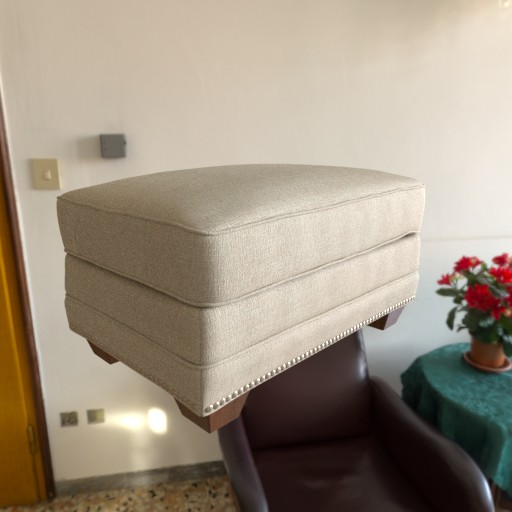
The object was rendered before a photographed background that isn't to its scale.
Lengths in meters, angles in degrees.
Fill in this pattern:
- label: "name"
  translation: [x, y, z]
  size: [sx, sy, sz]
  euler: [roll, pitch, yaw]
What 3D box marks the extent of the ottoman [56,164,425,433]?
- label: "ottoman"
  translation: [0.000, 0.000, 1.145]
  size: [0.559, 0.458, 0.813]
  euler: [14, 20, 43]
